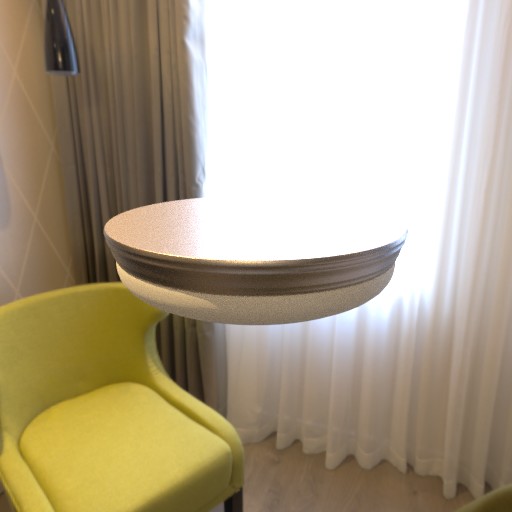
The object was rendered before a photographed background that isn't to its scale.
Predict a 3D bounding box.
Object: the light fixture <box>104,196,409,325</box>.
[{"bbox_3d":[0.000,0.000,0.576,0.368,0.100,0.368,0,17,0],"label":"light fixture"}]
